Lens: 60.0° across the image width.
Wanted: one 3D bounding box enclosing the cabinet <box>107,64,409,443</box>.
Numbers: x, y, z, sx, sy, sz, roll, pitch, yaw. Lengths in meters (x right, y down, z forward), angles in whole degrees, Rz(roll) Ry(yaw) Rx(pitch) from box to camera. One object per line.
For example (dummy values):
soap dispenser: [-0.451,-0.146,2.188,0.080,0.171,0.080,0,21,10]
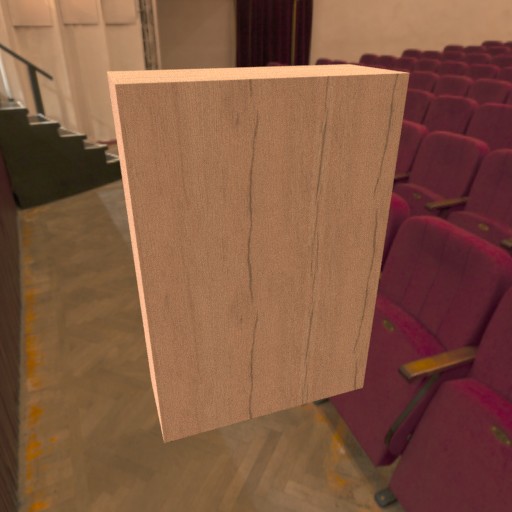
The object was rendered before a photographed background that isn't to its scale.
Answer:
cabinet: [0.000,0.000,2.692,1.400,2.070,0.580,-9,29,-17]
